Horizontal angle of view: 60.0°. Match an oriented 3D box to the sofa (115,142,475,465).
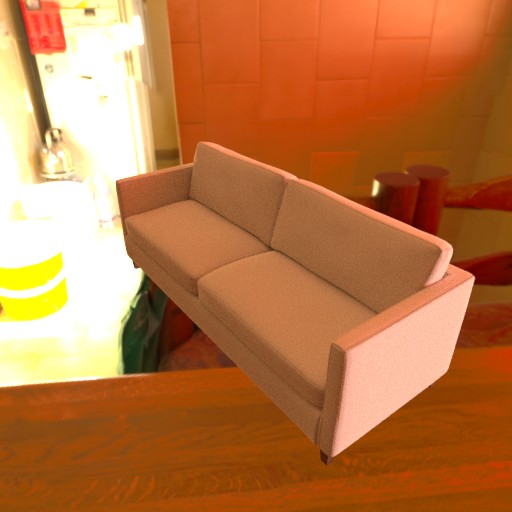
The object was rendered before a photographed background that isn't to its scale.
[{"bbox_3d":[0.000,0.000,2.857,0.951,0.962,2.361,-21,36,-31],"label":"sofa"}]
